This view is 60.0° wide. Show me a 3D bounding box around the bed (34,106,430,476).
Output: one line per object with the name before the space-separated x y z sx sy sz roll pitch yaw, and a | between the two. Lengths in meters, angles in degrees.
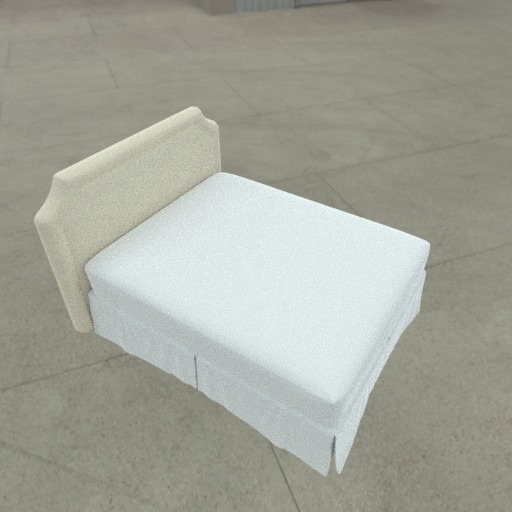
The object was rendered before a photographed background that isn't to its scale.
bed | 0.000 0.000 3.175 2.209 1.296 1.827 23 45 25
